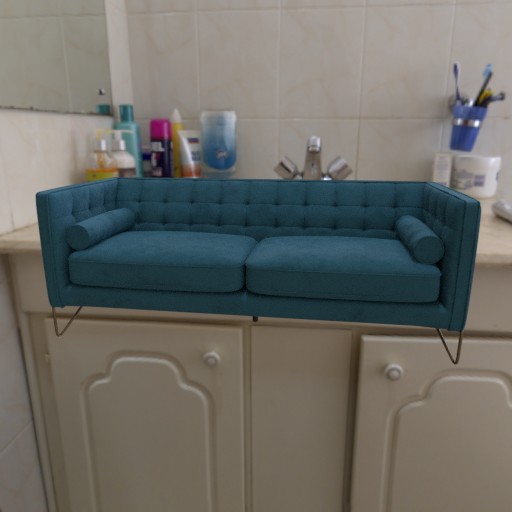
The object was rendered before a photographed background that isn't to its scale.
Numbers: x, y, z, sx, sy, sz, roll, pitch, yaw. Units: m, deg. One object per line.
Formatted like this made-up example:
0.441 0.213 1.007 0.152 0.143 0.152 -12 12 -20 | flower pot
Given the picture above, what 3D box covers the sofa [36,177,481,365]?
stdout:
0.000 0.000 2.502 2.087 0.789 0.867 2 15 8 | sofa
